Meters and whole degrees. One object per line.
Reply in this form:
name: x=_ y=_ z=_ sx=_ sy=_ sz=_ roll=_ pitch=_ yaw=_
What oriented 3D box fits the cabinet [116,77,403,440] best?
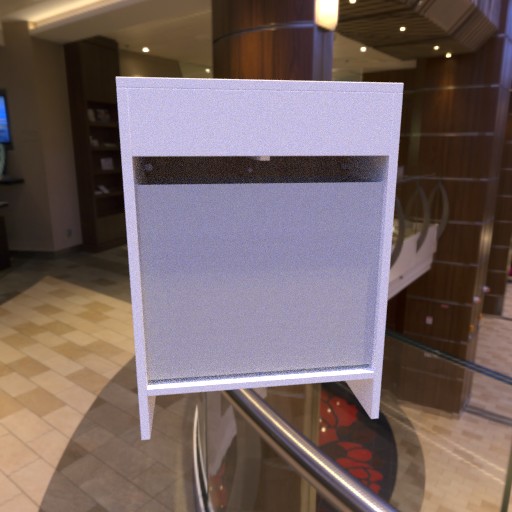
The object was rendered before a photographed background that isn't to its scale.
cabinet: x=0.000 y=0.000 z=1.148 sx=0.600 sy=0.815 sz=0.296 roll=-2 pitch=14 yaw=-8
